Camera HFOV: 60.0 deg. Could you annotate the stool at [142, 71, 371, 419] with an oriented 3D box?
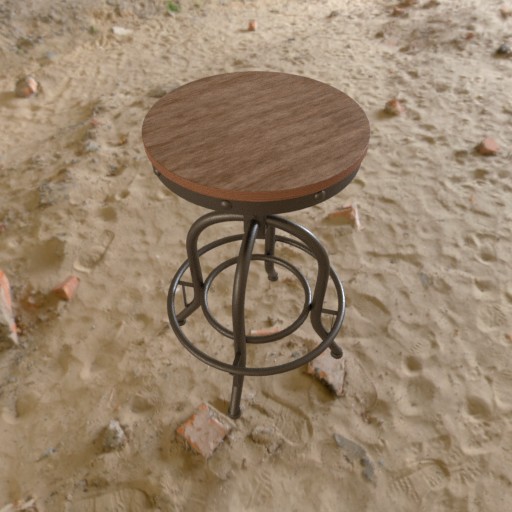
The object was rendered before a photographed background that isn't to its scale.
[{"bbox_3d":[0.000,0.000,0.906,0.439,0.609,0.439,10,48,9],"label":"stool"}]
